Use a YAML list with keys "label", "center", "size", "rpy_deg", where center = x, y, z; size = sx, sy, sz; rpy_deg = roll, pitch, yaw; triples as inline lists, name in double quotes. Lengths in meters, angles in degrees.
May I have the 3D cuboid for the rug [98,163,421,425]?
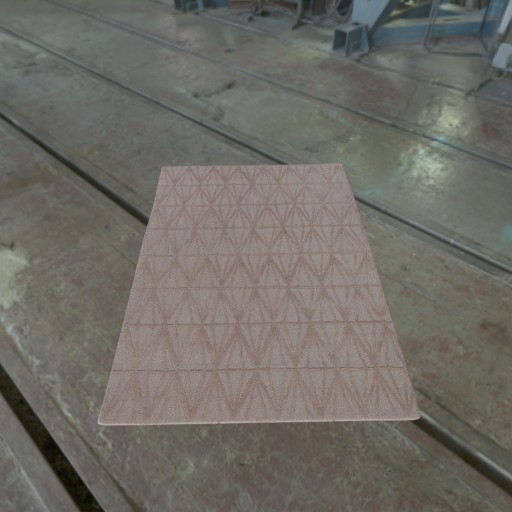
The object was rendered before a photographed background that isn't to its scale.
- label: "rug"
  center: [0.000, 0.000, 2.334]
  size: [1.230, 0.025, 1.837]
  rpy_deg: [-1, 42, -1]
